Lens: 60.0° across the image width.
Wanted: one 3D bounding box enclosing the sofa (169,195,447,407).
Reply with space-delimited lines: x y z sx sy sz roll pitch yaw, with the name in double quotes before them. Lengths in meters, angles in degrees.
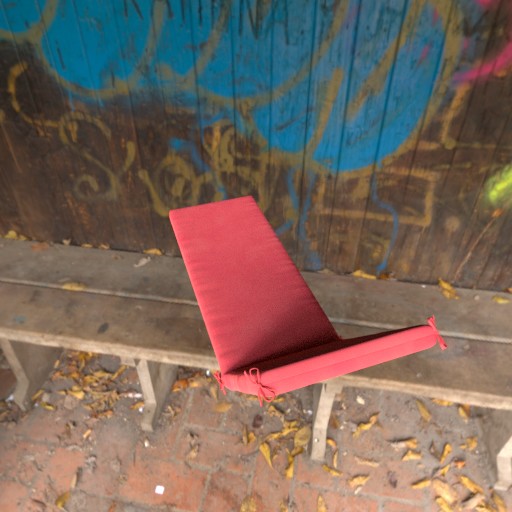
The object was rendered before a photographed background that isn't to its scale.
"sofa" 0.000 0.000 1.907 0.582 0.622 1.663 -13 42 -14
